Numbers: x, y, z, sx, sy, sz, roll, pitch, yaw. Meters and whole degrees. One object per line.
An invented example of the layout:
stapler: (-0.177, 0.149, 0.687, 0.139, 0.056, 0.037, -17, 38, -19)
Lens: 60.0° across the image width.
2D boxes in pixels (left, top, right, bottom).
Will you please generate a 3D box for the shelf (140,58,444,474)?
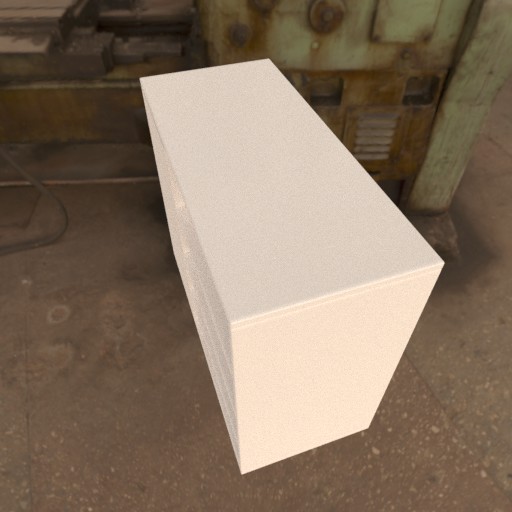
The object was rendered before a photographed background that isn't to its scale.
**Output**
shelf: (0.000, 0.000, 1.293, 0.396, 0.732, 0.895, -14, 49, -13)
